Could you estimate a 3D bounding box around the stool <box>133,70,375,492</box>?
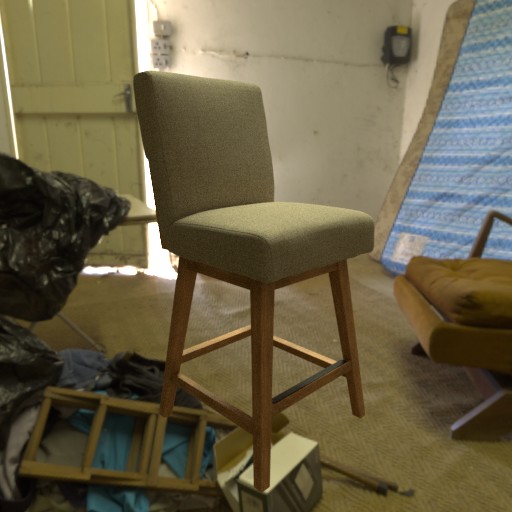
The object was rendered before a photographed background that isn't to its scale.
[{"bbox_3d":[0.000,0.000,1.277,0.459,1.010,0.526,-13,19,-43],"label":"stool"}]
